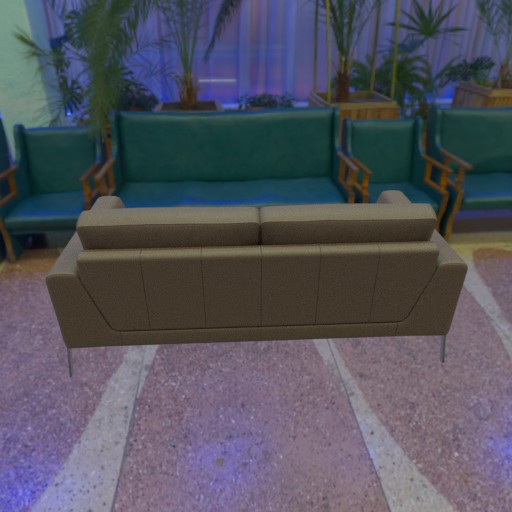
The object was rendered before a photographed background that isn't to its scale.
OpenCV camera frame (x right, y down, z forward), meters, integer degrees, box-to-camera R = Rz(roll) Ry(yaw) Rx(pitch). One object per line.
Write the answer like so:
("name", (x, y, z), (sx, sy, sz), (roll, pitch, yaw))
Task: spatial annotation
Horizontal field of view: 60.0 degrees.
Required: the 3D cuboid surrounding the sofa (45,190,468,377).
("sofa", (0.000, 0.000, 2.562), (2.017, 0.875, 0.953), (-1, 30, -3))
